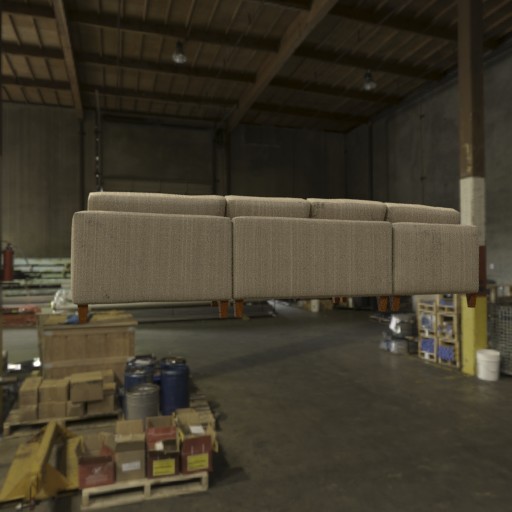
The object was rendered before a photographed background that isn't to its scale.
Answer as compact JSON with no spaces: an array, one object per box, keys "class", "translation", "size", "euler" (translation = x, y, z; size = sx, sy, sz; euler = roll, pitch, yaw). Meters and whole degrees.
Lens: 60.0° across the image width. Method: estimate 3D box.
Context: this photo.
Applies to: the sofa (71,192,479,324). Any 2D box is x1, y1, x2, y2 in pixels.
[{"class":"sofa","translation":[0.000,0.000,4.688],"size":[3.460,0.961,2.594],"euler":[0,-1,-18]}]
